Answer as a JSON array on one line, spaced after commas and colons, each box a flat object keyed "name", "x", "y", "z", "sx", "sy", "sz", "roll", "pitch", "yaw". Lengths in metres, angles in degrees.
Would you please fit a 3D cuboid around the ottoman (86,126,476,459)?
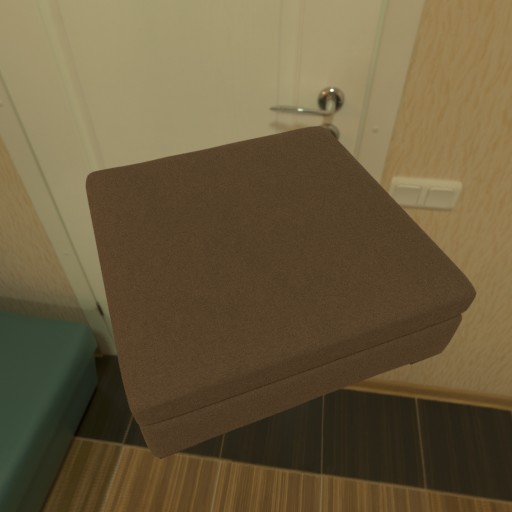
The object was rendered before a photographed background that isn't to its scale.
[{"name": "ottoman", "x": 0.000, "y": 0.000, "z": 1.828, "sx": 1.181, "sy": 0.470, "sz": 1.181, "roll": -15, "pitch": 48, "yaw": -14}]
